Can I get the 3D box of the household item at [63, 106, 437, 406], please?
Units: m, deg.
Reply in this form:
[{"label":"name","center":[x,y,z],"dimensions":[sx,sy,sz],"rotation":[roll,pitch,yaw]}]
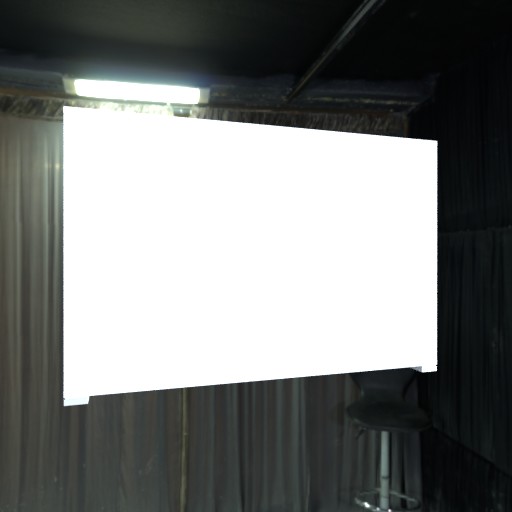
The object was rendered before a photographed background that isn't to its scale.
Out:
[{"label":"household item","center":[0.000,0.000,1.677],"dimensions":[1.300,0.867,0.420],"rotation":[0,0,-18]}]
